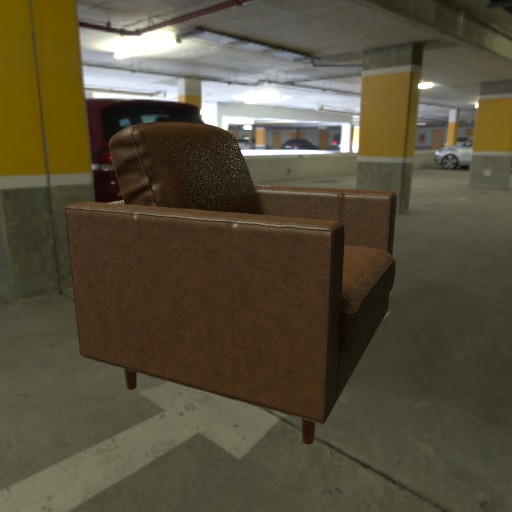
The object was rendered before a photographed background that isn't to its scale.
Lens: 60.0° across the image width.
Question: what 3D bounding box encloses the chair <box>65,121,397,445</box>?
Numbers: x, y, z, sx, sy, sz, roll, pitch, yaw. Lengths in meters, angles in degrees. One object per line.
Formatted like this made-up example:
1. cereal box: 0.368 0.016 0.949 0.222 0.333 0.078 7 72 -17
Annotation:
1. chair: 0.000 0.000 1.630 0.909 0.956 0.890 7 16 25
